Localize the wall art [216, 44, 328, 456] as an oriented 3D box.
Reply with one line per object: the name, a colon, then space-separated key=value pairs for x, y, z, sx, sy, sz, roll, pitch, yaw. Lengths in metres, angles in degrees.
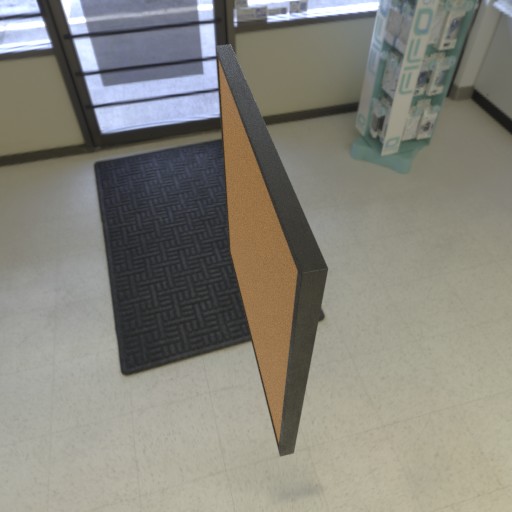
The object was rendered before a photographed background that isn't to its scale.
wall art: x=0.000 y=0.000 z=1.150 sx=0.039 sy=0.763 sz=0.763 roll=-9 pitch=49 yaw=-8
